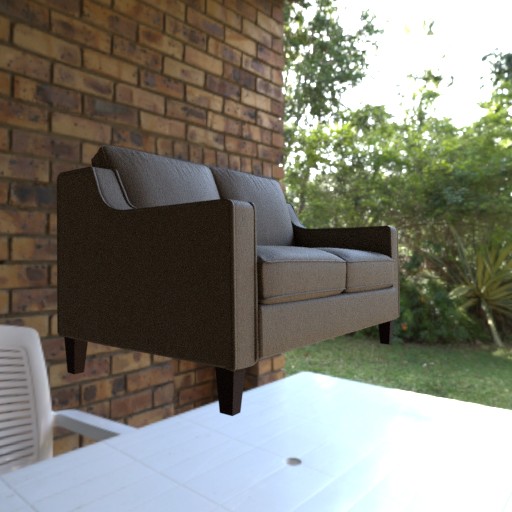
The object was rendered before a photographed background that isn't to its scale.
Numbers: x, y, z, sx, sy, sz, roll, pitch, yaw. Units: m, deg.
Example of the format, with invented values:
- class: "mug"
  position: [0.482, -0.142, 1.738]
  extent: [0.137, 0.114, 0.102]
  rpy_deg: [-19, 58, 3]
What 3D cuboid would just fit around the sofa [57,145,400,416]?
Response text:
- class: "sofa"
  position: [0.000, 0.000, 2.171]
  extent: [0.985, 0.981, 1.503]
  rpy_deg: [0, 0, 36]
